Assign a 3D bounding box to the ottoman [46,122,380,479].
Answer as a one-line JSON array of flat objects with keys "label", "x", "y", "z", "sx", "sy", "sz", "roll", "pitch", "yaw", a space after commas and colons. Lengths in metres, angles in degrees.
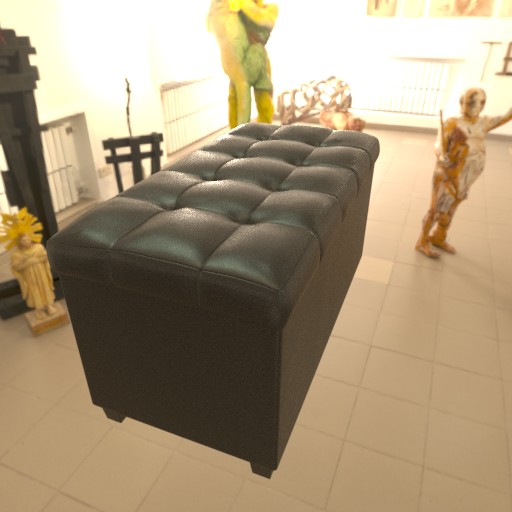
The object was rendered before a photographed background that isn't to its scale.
[{"label": "ottoman", "x": 0.000, "y": 0.000, "z": 1.083, "sx": 0.432, "sy": 0.470, "sz": 0.838, "roll": 12, "pitch": 32, "yaw": 19}]
